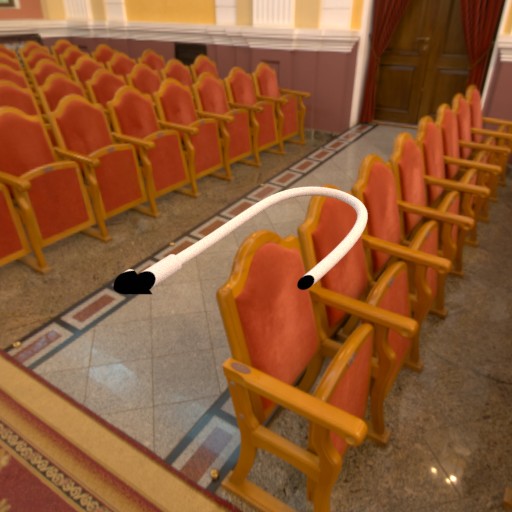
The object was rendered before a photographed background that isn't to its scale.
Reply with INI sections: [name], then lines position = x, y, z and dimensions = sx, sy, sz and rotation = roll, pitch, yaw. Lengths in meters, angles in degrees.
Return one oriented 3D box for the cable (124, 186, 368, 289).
[cable]
position = 0.000, 0.000, 0.110
dimensions = 0.040, 0.006, 0.098
rotation = 18, 35, 28
